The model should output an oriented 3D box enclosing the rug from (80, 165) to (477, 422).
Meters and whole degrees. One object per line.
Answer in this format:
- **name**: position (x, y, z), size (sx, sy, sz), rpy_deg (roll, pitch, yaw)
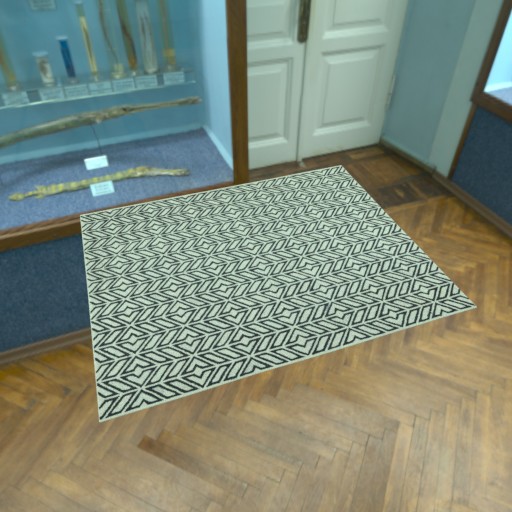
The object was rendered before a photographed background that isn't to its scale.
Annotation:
- **rug**: position (0.000, 0.000, 4.153), size (3.045, 0.008, 2.421), rpy_deg (-13, 44, -14)
